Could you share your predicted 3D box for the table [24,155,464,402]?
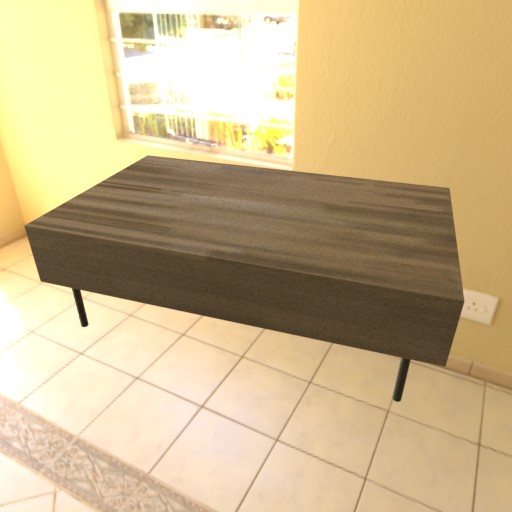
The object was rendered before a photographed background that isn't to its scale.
[{"bbox_3d":[0.000,0.000,1.381,1.088,0.347,0.643,9,32,16],"label":"table"}]
